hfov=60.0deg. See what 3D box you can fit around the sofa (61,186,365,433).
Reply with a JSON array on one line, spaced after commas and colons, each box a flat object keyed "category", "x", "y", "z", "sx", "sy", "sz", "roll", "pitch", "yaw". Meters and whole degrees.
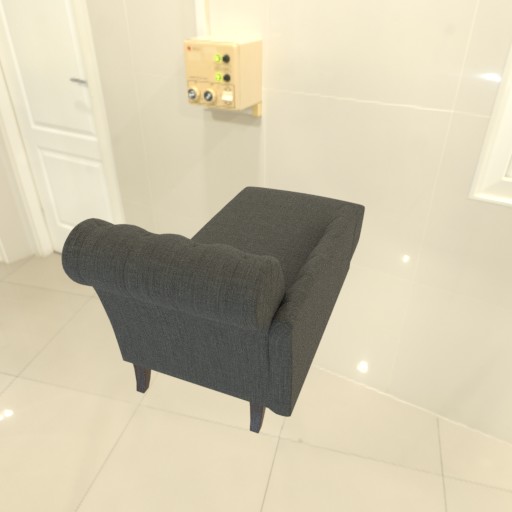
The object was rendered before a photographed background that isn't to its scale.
[{"category": "sofa", "x": 0.000, "y": 0.000, "z": 1.828, "sx": 0.675, "sy": 0.787, "sz": 1.379, "roll": 12, "pitch": 34, "yaw": 18}]
